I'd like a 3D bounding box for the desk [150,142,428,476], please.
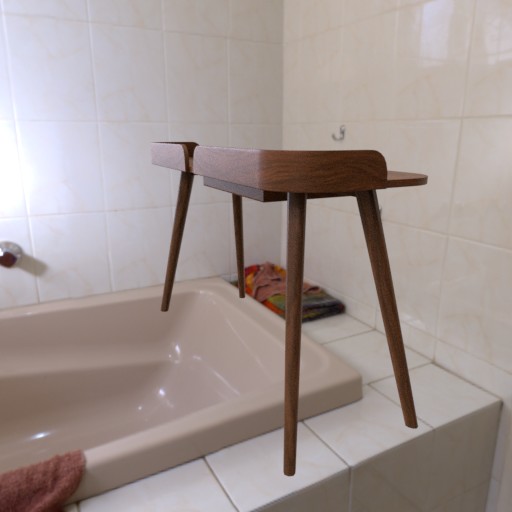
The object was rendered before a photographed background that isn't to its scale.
[{"bbox_3d":[0.000,0.000,1.638,0.486,0.800,1.256,-7,17,-25],"label":"desk"}]
